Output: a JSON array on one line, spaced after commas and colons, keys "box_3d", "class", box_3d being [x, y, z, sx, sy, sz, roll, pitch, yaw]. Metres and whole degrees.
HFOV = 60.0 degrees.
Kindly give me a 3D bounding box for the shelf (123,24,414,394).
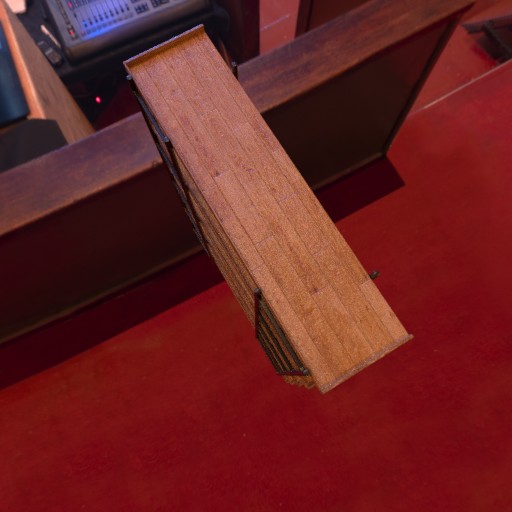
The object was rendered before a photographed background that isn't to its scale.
[{"box_3d": [0.000, 0.000, 2.387, 0.379, 1.826, 1.371, -30, 77, -8], "class": "shelf"}]
